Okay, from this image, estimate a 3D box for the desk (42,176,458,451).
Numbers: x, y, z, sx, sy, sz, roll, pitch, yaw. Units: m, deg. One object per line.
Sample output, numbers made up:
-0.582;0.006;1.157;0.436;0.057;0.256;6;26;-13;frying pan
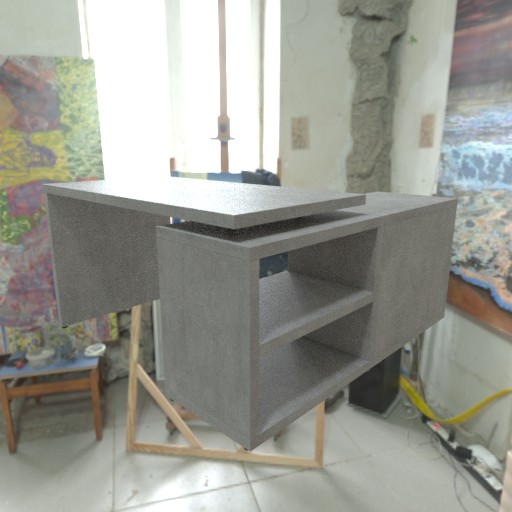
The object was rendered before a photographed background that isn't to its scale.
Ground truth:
0.000;0.000;2.270;1.400;0.740;1.500;14;20;42;desk
